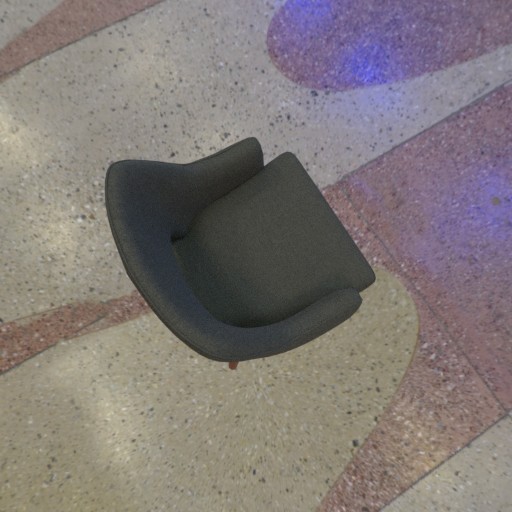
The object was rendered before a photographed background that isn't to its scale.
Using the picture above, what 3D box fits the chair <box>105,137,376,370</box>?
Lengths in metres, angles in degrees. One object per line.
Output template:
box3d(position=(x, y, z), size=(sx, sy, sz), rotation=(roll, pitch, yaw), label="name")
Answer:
box3d(position=(0.000, 0.000, 1.244), size=(0.560, 0.838, 0.559), rotation=(-30, 77, -8), label="chair")
